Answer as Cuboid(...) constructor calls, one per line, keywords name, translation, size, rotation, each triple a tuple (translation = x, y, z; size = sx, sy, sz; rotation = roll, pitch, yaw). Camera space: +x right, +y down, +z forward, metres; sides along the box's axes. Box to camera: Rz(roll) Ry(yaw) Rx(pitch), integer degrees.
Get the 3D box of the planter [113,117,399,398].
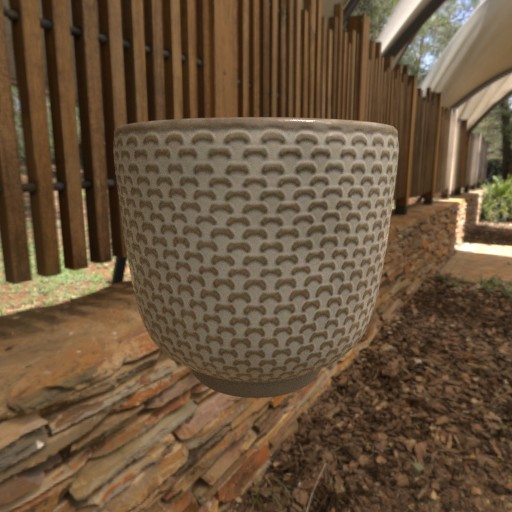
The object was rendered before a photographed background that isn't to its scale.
Cuboid(name="planter", translation=(0.000, 0.000, 0.294), size=(0.173, 0.160, 0.173), rotation=(0, 11, 0))
